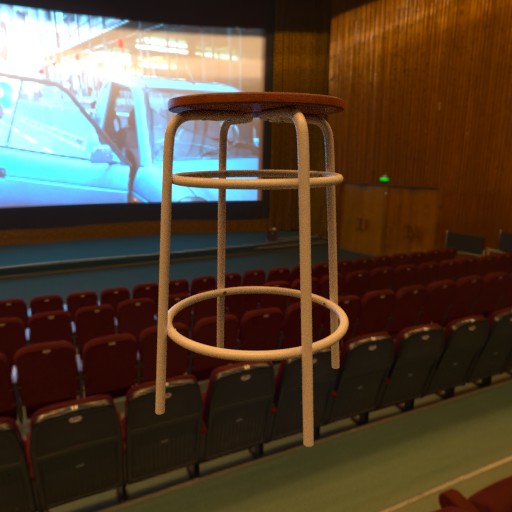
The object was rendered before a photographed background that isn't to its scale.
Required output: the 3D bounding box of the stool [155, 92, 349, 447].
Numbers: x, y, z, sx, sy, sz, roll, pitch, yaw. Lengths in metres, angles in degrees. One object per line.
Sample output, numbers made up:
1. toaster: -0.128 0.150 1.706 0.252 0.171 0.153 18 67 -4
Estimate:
1. stool: 0.000 0.000 0.927 0.455 0.610 0.455 -7 15 -25
